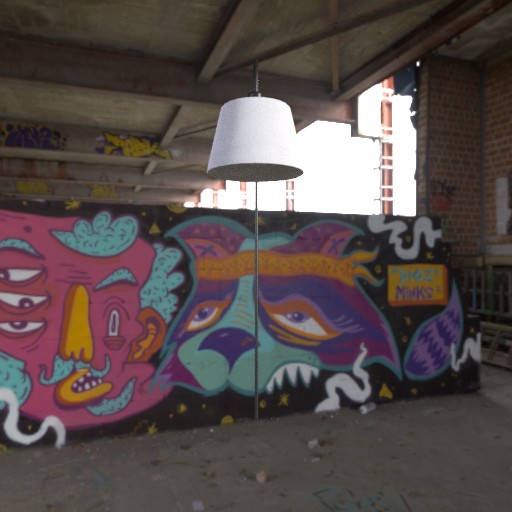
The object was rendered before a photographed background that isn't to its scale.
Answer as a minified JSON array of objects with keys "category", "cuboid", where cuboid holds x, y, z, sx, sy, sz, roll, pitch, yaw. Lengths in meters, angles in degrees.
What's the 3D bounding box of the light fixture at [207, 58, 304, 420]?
[{"category":"light fixture","cuboid":[0.000,0.000,0.461,0.092,0.399,0.176,0,-1,0]}]
